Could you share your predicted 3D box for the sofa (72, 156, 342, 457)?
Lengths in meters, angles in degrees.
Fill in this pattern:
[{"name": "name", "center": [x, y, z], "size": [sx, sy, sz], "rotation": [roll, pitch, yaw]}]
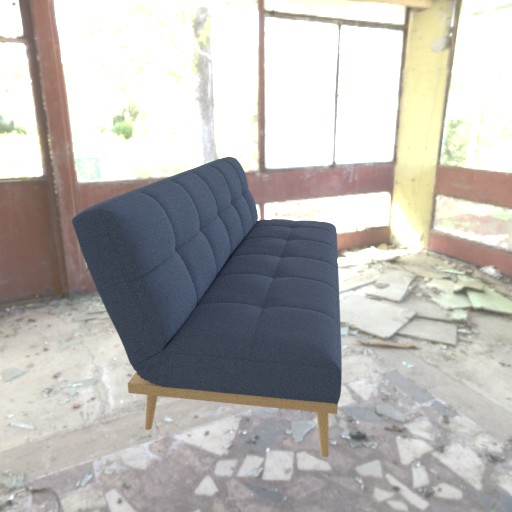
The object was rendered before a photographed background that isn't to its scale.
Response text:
[{"name": "sofa", "center": [0.000, 0.000, 2.139], "size": [0.796, 0.800, 1.800], "rotation": [3, 18, 9]}]
